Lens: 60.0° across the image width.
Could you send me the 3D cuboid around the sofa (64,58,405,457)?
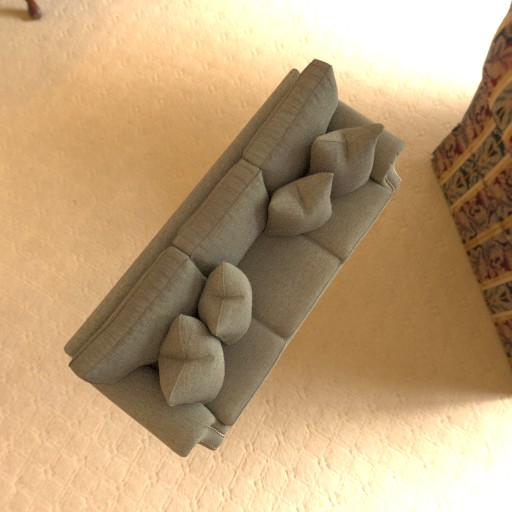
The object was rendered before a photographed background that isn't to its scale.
[{"bbox_3d":[0.000,0.000,2.740,0.965,0.975,2.312,35,78,9],"label":"sofa"}]
